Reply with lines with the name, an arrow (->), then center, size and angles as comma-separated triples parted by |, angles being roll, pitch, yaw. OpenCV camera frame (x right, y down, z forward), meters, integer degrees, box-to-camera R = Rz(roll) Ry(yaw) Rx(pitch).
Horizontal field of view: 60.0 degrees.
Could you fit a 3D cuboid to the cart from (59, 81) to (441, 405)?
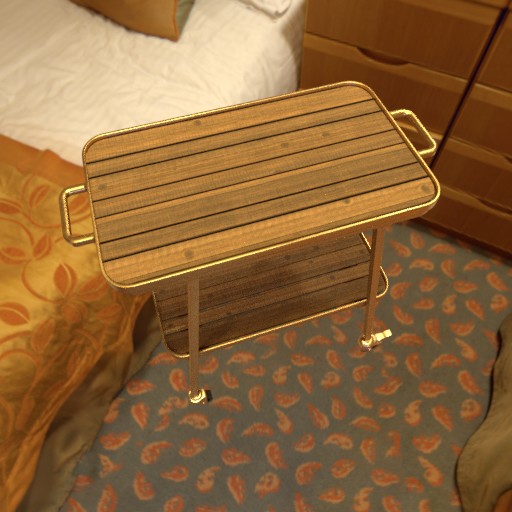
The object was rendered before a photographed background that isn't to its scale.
cart -> 0.000, 0.000, 1.227 | 0.806, 0.700, 0.524 | -16, 59, -10
